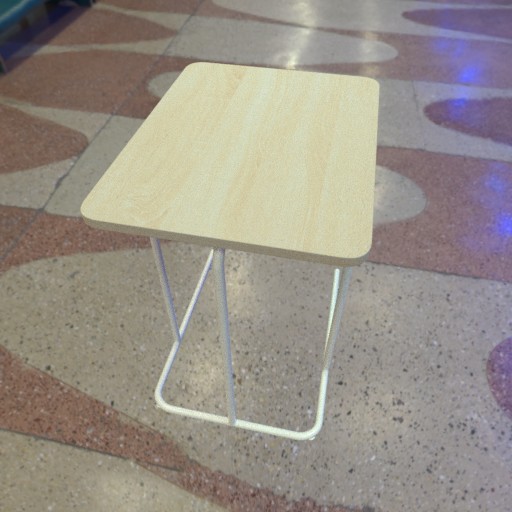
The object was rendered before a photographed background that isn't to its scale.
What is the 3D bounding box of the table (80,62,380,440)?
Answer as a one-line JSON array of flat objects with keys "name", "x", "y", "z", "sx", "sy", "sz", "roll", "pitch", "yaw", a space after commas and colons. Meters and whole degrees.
[{"name": "table", "x": 0.000, "y": 0.000, "z": 0.890, "sx": 0.370, "sy": 0.550, "sz": 0.480, "roll": 9, "pitch": 47, "yaw": 8}]
